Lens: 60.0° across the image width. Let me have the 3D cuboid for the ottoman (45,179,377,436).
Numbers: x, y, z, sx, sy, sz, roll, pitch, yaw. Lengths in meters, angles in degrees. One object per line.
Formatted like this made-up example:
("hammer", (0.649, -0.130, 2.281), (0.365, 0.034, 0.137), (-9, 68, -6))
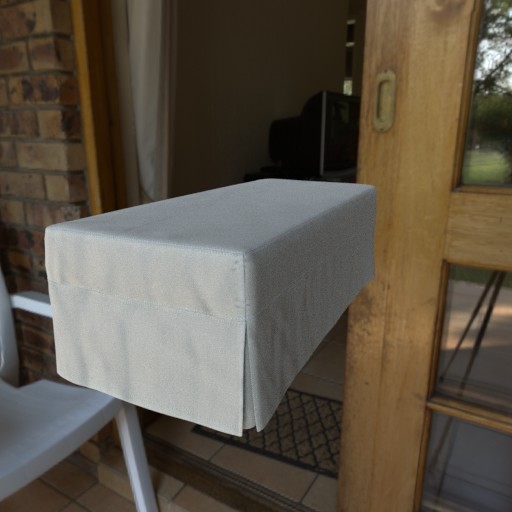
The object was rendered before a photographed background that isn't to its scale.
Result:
("ottoman", (0.000, 0.000, 1.679), (0.665, 0.457, 1.388), (8, 17, 25))
